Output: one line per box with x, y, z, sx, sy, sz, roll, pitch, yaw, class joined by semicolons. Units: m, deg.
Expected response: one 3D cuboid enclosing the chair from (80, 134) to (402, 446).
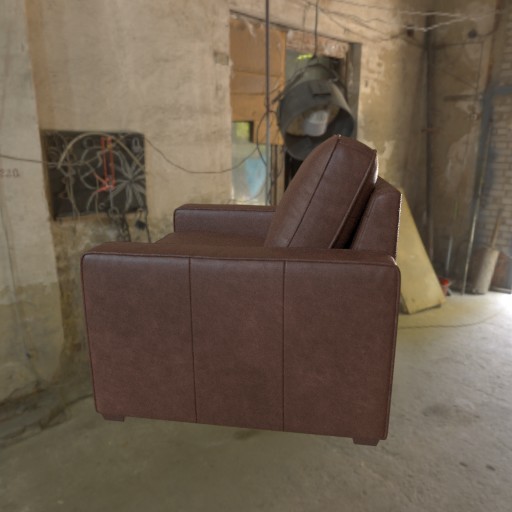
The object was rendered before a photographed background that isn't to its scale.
0.000;0.000;1.731;0.940;0.919;1.017;2;15;8;chair
